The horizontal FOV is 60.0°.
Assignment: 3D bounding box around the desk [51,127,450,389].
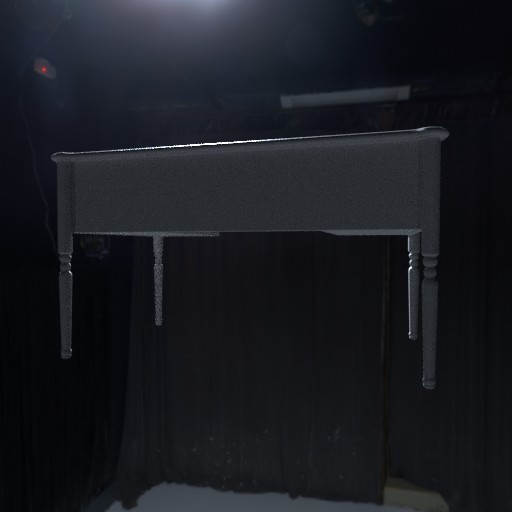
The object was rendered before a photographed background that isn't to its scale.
[{"bbox_3d":[0.000,0.000,1.826,1.380,0.762,0.807,0,1,16],"label":"desk"}]
